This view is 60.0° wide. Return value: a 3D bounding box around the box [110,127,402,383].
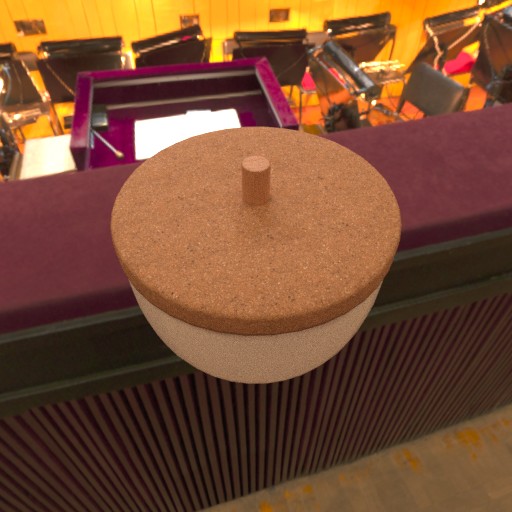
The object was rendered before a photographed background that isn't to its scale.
[{"bbox_3d":[0.000,0.000,0.188,0.107,0.094,0.107,0,47,0],"label":"box"}]
